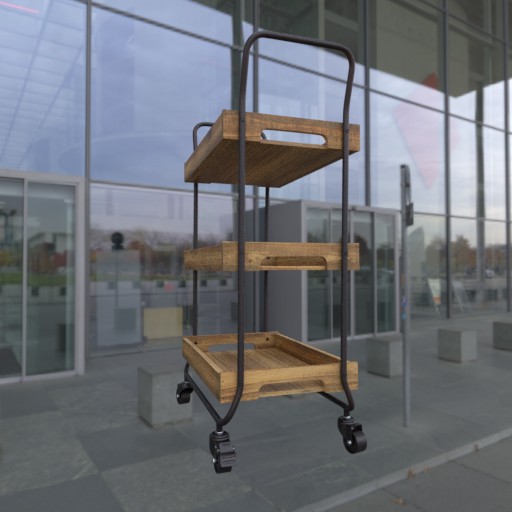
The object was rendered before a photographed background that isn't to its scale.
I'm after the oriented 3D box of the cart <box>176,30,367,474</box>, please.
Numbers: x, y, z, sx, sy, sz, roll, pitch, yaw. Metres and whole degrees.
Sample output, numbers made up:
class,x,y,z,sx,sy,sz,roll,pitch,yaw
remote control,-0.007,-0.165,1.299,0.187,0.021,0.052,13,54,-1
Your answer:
class,x,y,z,sx,sy,sz,roll,pitch,yaw
cart,0.000,0.000,1.141,0.339,0.857,0.583,0,-1,-18
